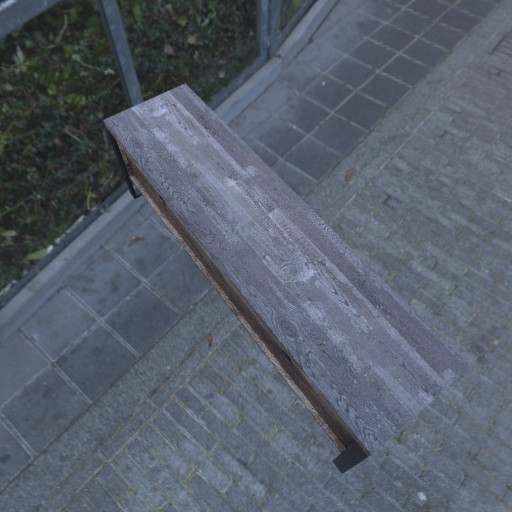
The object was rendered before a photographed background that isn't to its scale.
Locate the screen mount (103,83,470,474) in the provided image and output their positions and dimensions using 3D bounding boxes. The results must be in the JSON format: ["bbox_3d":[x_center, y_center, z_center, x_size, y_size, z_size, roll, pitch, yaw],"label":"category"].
[{"bbox_3d":[0.000,0.000,1.697,0.395,0.450,1.524,-32,63,-18],"label":"screen mount"}]
